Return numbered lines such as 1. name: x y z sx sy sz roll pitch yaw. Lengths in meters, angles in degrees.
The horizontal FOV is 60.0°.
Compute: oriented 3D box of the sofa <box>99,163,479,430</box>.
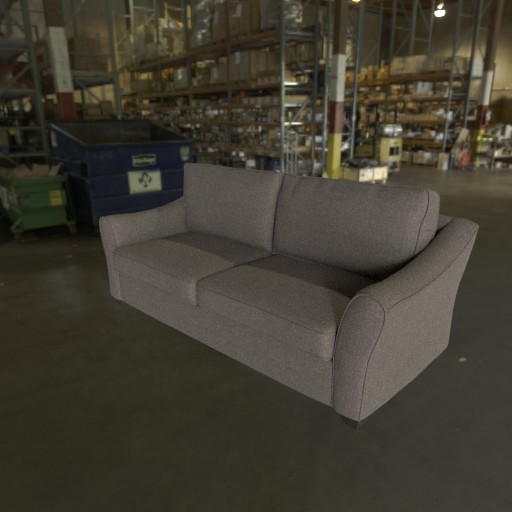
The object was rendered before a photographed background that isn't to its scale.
1. sofa: 0.000 0.000 2.716 2.203 0.976 1.013 16 23 41
